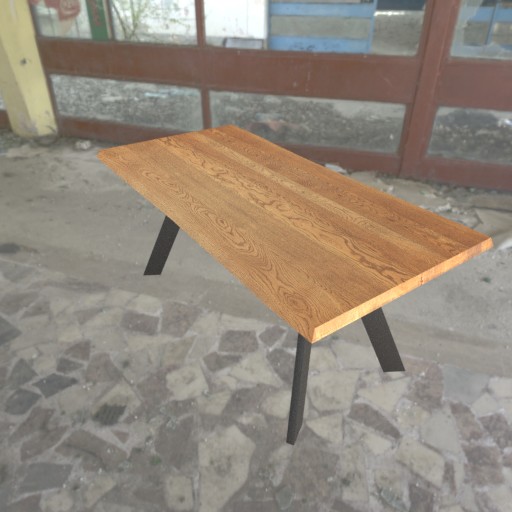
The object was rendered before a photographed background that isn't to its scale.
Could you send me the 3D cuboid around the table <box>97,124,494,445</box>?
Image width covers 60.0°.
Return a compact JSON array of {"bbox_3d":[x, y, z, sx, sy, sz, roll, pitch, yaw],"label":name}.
[{"bbox_3d":[0.000,0.000,2.238,0.900,0.770,1.800,-21,38,-29],"label":"table"}]
